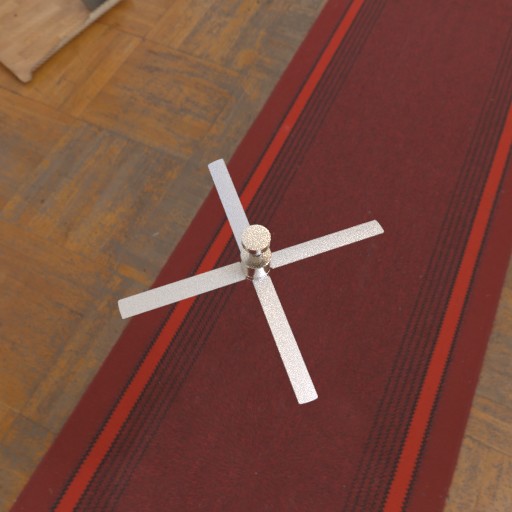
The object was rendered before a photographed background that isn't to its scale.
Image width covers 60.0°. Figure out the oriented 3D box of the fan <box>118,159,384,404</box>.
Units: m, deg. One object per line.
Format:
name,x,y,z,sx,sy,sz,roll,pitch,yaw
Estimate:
fan,0.000,0.000,2.021,1.322,0.355,1.322,-18,65,-8
